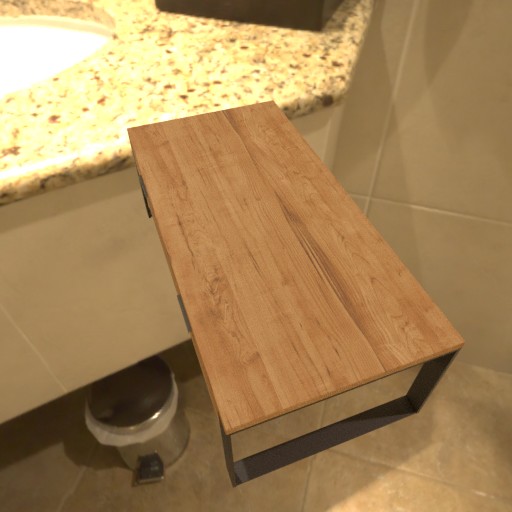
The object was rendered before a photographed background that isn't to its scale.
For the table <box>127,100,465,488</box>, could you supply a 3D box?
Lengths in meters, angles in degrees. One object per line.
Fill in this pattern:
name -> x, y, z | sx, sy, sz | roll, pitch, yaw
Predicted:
table -> 0.000, 0.000, 1.470 | 0.590, 0.400, 1.180 | -16, 50, -14
